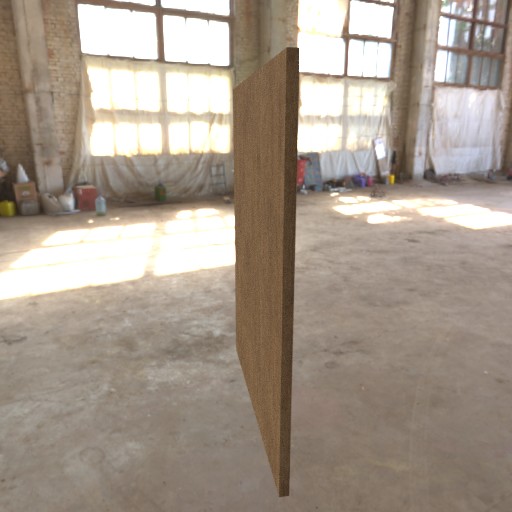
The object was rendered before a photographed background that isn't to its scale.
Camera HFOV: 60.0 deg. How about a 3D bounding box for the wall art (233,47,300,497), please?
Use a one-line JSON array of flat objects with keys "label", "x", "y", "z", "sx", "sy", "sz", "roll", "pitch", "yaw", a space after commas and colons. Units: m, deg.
[{"label": "wall art", "x": 0.000, "y": 0.000, "z": 0.900, "sx": 0.018, "sy": 0.686, "sz": 0.534, "roll": -3, "pitch": 15, "yaw": -10}]
